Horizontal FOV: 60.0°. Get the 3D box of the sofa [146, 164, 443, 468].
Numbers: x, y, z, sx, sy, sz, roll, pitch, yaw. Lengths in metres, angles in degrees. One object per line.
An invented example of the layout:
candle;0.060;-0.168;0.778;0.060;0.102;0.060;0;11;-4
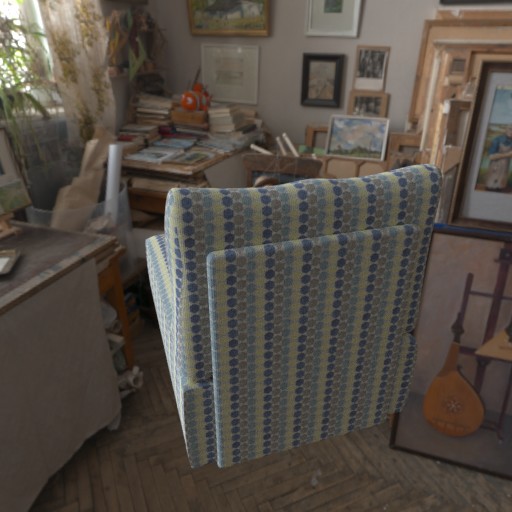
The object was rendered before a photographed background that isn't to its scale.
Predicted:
sofa;0.000;0.000;1.552;0.700;0.820;1.000;-8;28;-16
